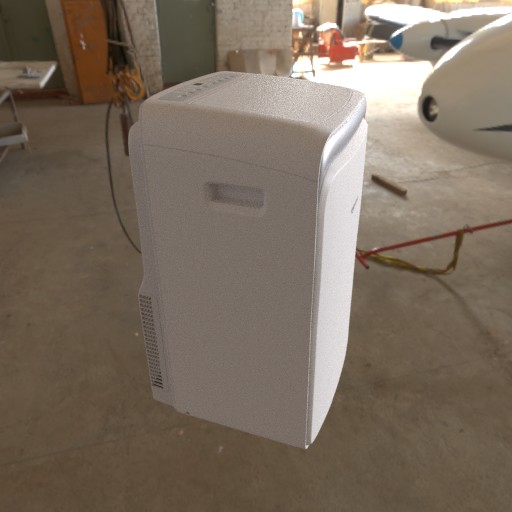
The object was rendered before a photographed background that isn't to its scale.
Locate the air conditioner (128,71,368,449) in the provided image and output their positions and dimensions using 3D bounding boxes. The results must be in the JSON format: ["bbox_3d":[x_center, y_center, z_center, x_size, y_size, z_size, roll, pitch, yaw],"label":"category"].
[{"bbox_3d":[0.000,0.000,1.063,0.467,0.765,0.478,12,34,18],"label":"air conditioner"}]
